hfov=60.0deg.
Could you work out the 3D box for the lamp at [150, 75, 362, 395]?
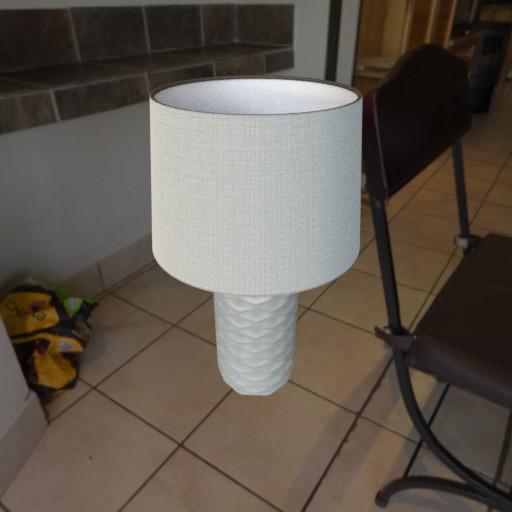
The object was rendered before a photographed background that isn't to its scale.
[{"bbox_3d":[0.000,0.000,0.839,0.376,0.594,0.376,0,30,0],"label":"lamp"}]
